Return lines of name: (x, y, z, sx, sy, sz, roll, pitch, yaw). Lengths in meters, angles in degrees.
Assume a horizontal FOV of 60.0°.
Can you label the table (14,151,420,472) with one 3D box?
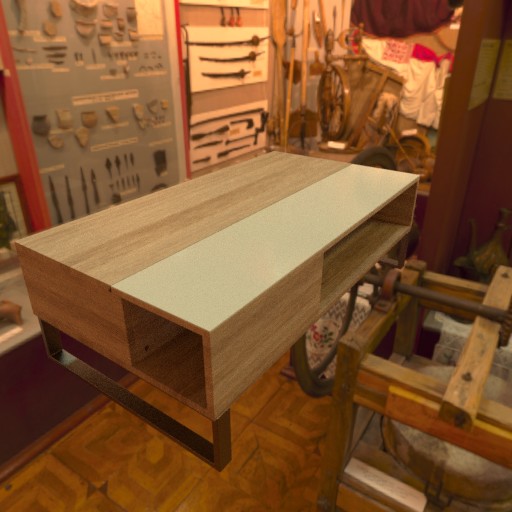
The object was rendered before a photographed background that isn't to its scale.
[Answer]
table: (0.000, 0.000, 1.355, 0.600, 0.350, 1.100, 18, 32, 31)
